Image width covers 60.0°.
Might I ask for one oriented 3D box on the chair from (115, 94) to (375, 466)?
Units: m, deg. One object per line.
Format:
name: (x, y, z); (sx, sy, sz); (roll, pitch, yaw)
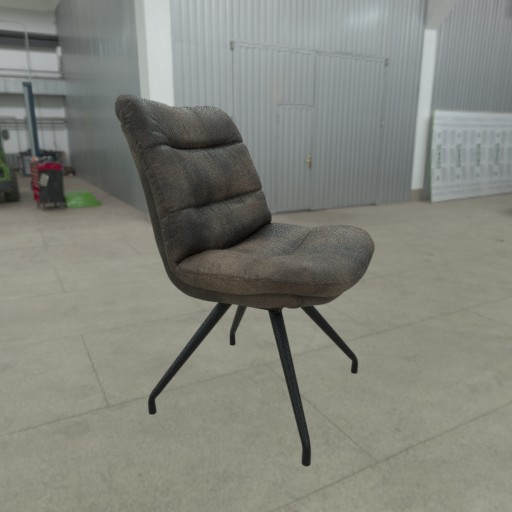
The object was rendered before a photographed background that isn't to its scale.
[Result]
chair: (0.000, 0.000, 1.279); (0.622, 0.870, 0.549); (7, 17, 25)
